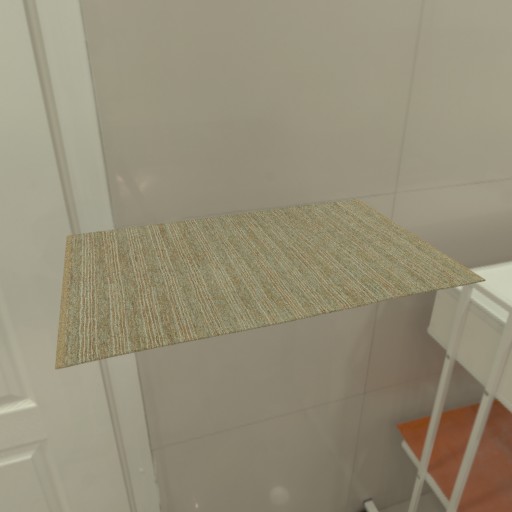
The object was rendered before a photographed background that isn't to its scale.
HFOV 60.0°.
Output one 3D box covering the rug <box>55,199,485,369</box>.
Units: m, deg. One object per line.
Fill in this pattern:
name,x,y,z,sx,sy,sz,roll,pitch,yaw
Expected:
rug,0.000,0.000,3.003,2.448,0.012,1.540,-9,28,-17
